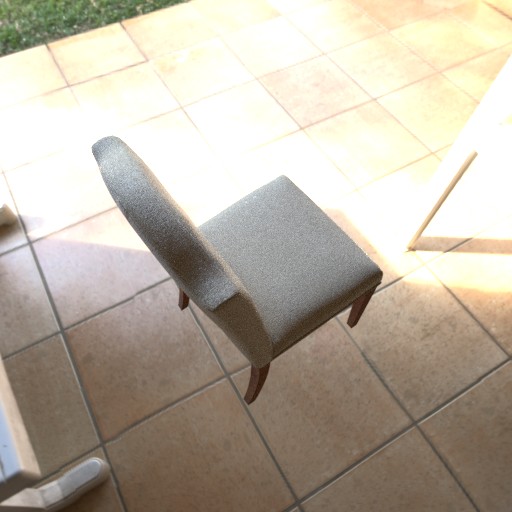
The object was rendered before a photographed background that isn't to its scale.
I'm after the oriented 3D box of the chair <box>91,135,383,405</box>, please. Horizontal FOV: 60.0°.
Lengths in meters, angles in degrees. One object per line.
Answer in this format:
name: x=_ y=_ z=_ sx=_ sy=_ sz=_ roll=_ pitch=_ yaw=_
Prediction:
chair: x=0.000 y=0.000 z=1.370 sx=0.648 sy=1.012 sz=0.534 roll=-32 pitch=63 yaw=-18
